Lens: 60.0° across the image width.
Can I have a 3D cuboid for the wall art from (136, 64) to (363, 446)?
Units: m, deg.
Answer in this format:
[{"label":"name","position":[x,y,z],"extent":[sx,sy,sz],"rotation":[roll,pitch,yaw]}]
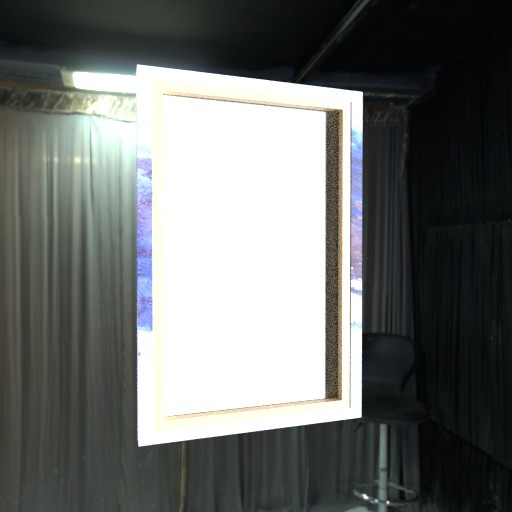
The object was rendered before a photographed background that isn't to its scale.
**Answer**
[{"label":"wall art","position":[0.000,0.000,1.126],"extent":[0.583,0.874,0.048],"rotation":[0,1,-18]}]
